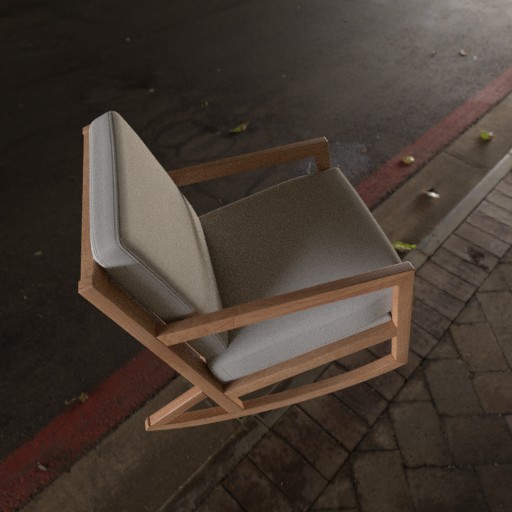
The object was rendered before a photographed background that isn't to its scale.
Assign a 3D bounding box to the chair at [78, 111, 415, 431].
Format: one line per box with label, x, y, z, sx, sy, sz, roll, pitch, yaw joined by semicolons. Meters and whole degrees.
chair;0.000;0.000;1.358;0.857;0.790;0.622;-10;47;-10
